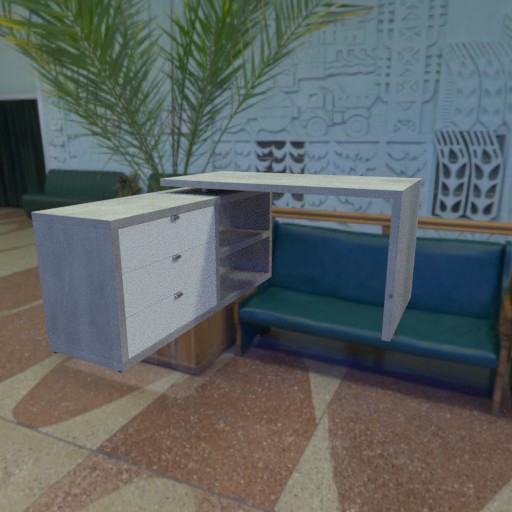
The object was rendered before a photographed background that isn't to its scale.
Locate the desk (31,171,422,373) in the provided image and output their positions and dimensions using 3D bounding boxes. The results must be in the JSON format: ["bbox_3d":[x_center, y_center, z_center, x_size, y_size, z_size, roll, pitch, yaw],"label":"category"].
[{"bbox_3d":[0.000,0.000,2.316,1.400,0.740,1.500,7,16,26],"label":"desk"}]
